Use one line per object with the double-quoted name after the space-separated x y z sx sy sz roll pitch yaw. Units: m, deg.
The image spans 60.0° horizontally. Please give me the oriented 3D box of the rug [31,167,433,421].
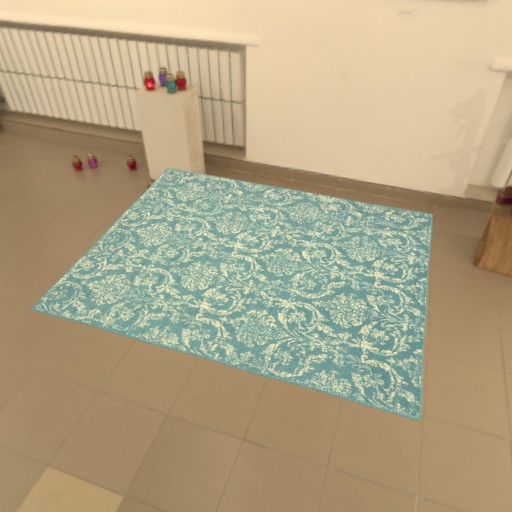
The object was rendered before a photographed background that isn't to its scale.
0.000 0.000 3.999 2.980 0.012 2.363 12 42 14 "rug"
